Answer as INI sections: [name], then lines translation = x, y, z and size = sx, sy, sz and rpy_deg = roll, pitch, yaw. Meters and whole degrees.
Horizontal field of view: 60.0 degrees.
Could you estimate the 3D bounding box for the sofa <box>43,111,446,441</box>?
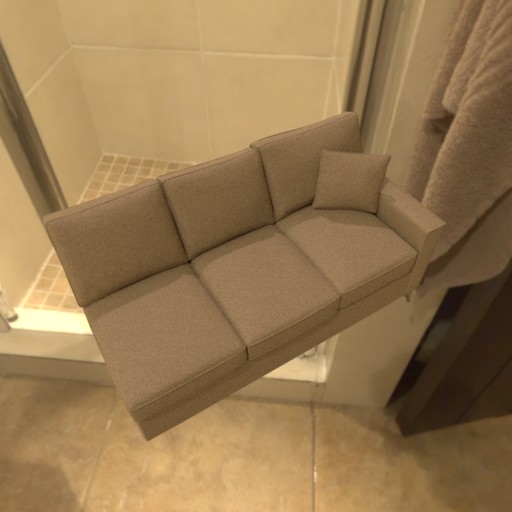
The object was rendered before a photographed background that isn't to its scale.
[sofa]
translation = 0.000, 0.000, 2.577
size = 1.963, 0.946, 1.034
rpy_deg = -24, 52, -21
